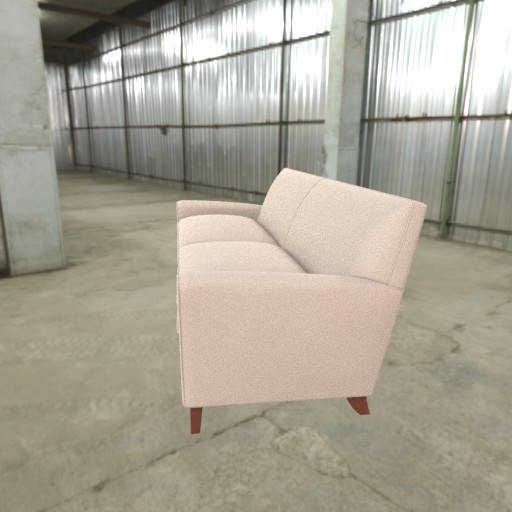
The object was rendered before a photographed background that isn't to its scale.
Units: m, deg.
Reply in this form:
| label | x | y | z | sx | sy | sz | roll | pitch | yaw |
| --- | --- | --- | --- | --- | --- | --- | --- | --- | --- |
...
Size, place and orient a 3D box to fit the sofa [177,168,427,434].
| label | x | y | z | sx | sy | sz | roll | pitch | yaw |
| --- | --- | --- | --- | --- | --- | --- | --- | --- | --- |
| sofa | 0.000 | 0.000 | 2.465 | 0.875 | 0.846 | 2.000 | -3 | 15 | -10 |
